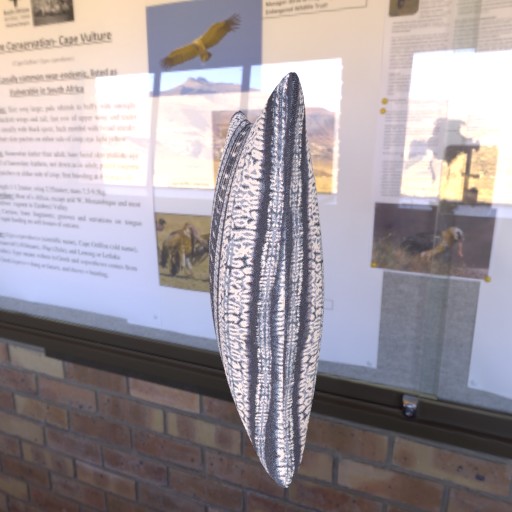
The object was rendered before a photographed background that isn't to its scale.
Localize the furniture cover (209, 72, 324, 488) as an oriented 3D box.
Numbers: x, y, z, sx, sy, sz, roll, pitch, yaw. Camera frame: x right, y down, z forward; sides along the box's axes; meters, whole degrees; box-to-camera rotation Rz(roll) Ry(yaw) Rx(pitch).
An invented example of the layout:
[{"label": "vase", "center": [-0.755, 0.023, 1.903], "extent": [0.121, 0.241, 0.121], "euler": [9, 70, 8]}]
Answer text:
[{"label": "furniture cover", "center": [0.000, 0.000, 0.642], "extent": [0.133, 0.435, 0.425], "euler": [-2, 14, -9]}]
